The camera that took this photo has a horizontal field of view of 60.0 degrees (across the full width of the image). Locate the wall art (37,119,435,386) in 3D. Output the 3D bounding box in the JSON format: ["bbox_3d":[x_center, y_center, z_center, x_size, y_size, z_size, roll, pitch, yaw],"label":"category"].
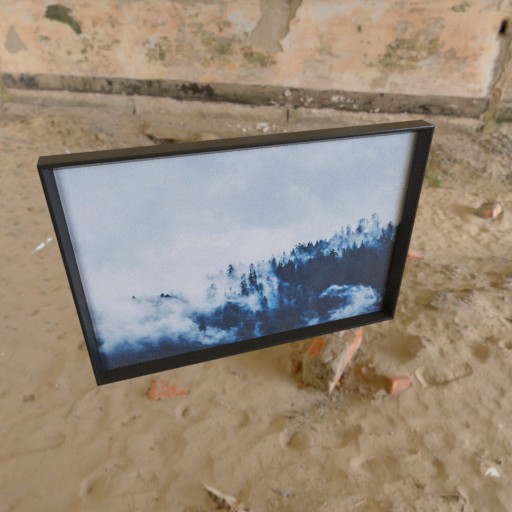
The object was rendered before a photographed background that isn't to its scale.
[{"bbox_3d":[0.000,0.000,1.199,0.939,0.640,0.058,-10,33,-15],"label":"wall art"}]
